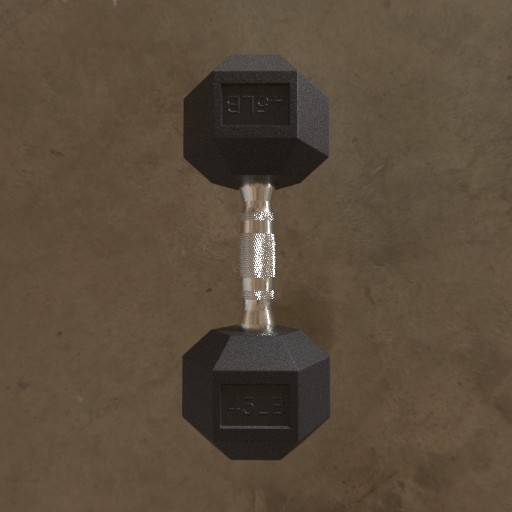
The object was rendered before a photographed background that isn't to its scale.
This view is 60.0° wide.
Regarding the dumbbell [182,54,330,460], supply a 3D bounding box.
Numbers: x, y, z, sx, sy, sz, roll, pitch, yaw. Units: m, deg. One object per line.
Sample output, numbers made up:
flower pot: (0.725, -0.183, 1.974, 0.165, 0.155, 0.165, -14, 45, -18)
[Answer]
dumbbell: (0.000, 0.000, 0.426, 0.141, 0.123, 0.356, 0, 88, 1)
